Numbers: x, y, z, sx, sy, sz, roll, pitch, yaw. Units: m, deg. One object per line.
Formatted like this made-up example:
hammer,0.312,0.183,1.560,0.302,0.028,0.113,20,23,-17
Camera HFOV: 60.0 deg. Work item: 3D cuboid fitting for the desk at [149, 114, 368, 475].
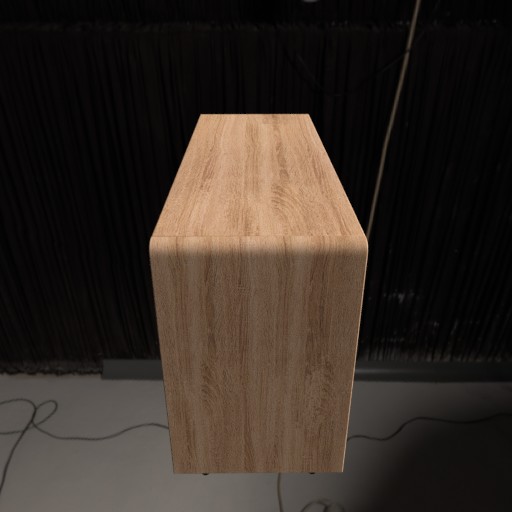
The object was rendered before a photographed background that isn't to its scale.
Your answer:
desk,0.000,0.000,1.684,0.500,0.750,1.300,0,31,-1
